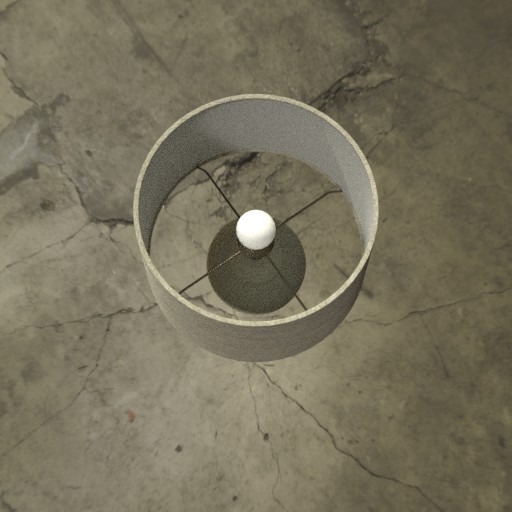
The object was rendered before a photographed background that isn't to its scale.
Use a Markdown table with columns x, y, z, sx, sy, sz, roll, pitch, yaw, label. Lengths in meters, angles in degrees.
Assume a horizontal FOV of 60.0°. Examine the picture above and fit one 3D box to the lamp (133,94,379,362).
| x | y | z | sx | sy | sz | roll | pitch | yaw | label |
| --- | --- | --- | --- | --- | --- | --- | --- | --- | --- |
| 0.000 | 0.000 | 0.837 | 0.390 | 0.580 | 0.390 | 0 | 77 | 0 | lamp |
